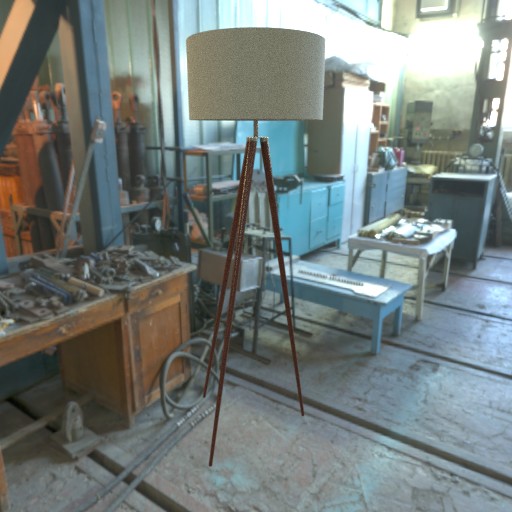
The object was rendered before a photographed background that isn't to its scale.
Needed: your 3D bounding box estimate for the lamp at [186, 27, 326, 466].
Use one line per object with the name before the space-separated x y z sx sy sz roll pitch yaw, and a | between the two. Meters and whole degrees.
lamp | 0.000 0.000 1.762 0.483 1.553 0.483 -3 17 -9
